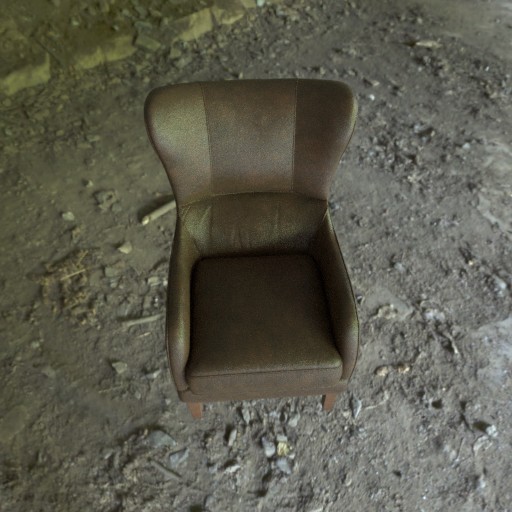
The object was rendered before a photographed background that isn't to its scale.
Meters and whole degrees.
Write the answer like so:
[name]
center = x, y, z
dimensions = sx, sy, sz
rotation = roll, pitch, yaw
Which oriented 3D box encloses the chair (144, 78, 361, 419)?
[chair]
center = 0.000, 0.000, 1.649
dimensions = 0.692, 1.048, 0.914
rotation = -3, 47, -3
